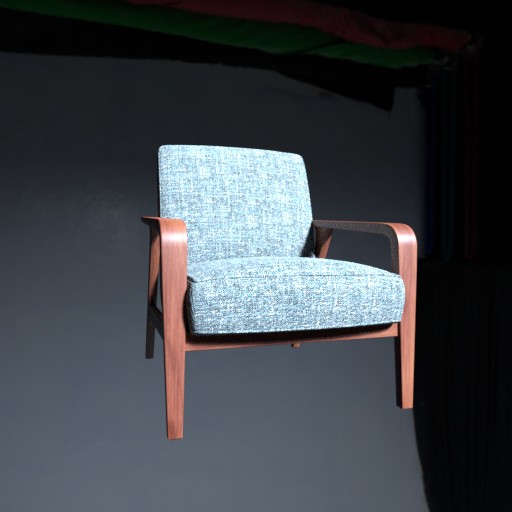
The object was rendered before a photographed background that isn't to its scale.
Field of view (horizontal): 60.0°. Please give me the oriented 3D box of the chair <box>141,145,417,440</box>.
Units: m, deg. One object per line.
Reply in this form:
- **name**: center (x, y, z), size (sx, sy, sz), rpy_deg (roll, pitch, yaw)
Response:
- **chair**: center (0.000, 0.000, 1.522), size (0.719, 0.864, 0.889), rpy_deg (0, 1, -18)
